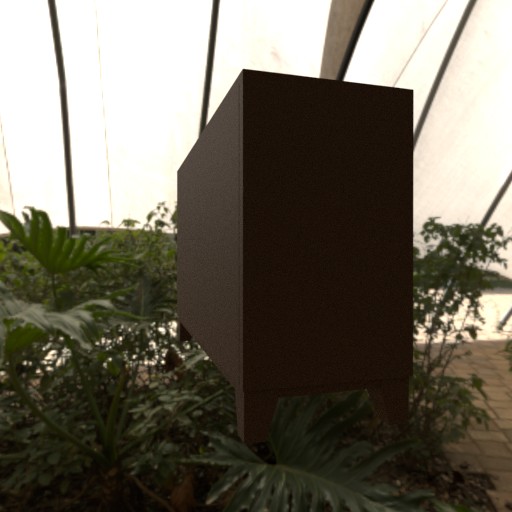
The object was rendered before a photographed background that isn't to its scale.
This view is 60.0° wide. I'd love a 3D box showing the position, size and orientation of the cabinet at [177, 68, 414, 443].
[{"bbox_3d":[0.000,0.000,1.811,0.482,0.914,1.396,0,0,-17],"label":"cabinet"}]
